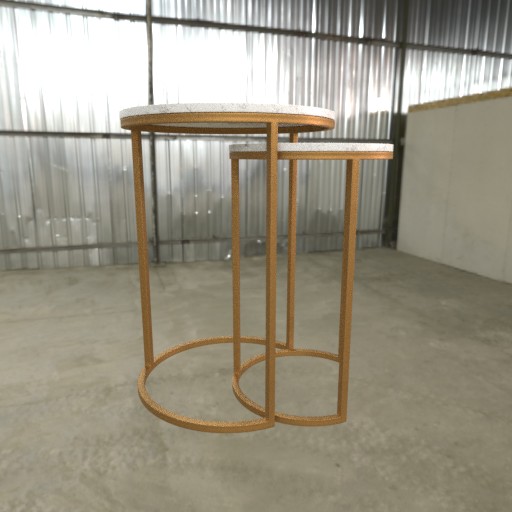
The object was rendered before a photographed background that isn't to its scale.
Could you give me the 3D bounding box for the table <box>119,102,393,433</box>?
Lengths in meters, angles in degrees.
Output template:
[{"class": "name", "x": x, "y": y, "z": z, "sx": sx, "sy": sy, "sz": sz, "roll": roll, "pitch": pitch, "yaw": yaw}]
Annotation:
[{"class": "table", "x": 0.000, "y": 0.000, "z": 0.898, "sx": 0.507, "sy": 0.550, "sz": 0.400, "roll": 2, "pitch": 13, "yaw": 10}]
